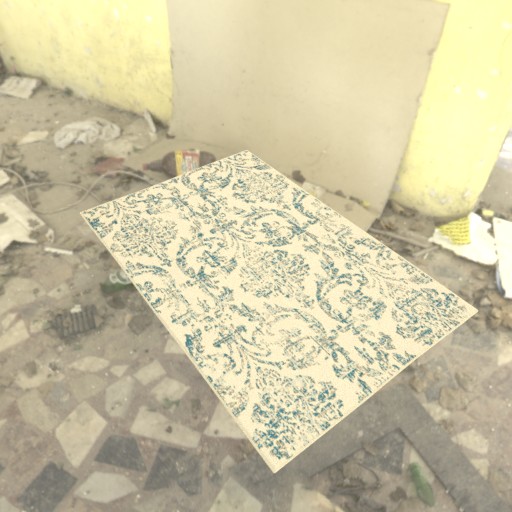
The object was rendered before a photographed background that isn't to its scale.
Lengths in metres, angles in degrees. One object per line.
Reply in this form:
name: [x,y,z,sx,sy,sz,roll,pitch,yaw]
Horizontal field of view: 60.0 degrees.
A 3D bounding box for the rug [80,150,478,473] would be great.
rug: [0.000,0.000,2.327,1.213,0.012,1.831,-27,49,-26]
